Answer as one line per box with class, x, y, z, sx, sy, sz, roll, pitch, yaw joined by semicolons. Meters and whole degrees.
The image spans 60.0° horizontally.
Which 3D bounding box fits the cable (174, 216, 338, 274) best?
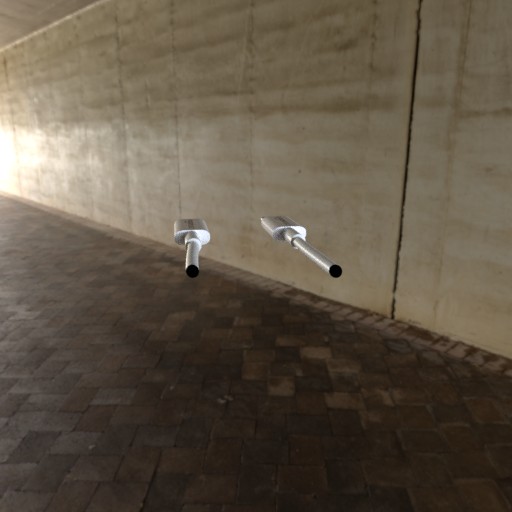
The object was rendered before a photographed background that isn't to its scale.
cable;0.000;0.000;0.113;0.041;0.005;0.098;-3;16;-10
